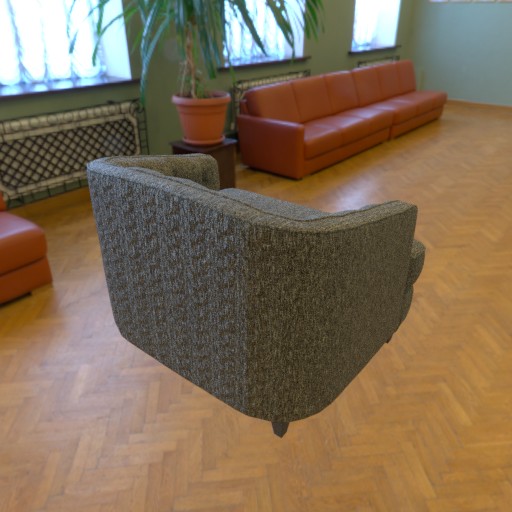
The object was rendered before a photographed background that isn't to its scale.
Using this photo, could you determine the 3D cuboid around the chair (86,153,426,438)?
[{"bbox_3d":[0.000,0.000,1.802,1.104,0.852,0.941,21,35,33],"label":"chair"}]
